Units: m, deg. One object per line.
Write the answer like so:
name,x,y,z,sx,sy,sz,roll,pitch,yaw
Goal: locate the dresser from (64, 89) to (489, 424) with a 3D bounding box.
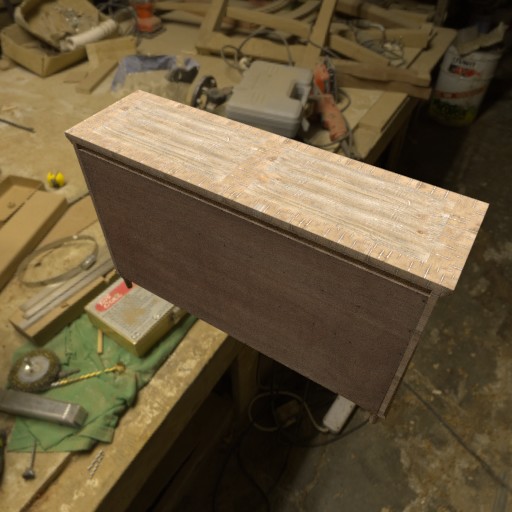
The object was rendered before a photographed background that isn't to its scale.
dresser,0.000,0.000,2.070,1.626,1.016,0.457,24,51,22
